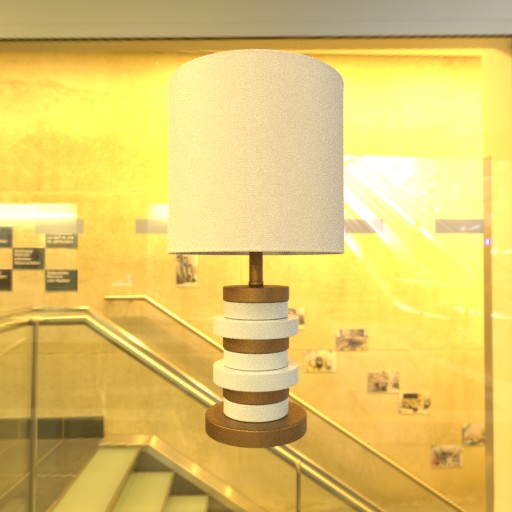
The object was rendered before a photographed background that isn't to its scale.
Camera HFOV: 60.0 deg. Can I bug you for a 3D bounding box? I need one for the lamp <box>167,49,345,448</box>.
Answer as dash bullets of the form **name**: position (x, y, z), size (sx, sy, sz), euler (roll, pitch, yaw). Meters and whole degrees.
- **lamp**: position (0.000, 0.000, 0.534), size (0.210, 0.410, 0.210), euler (0, -1, -19)
